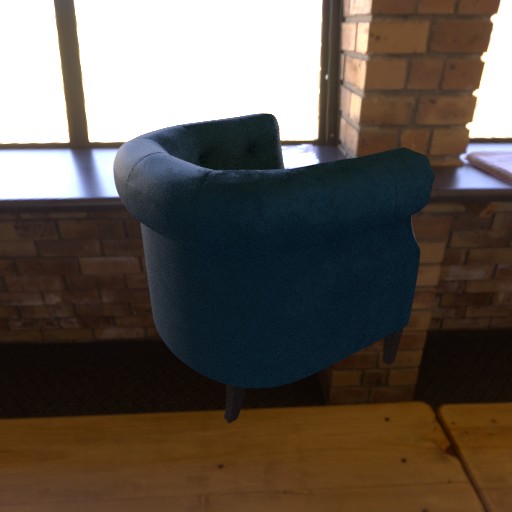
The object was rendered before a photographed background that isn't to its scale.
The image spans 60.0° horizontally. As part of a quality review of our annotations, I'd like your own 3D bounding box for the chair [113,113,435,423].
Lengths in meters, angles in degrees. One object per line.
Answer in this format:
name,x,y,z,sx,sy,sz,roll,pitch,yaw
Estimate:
chair,0.000,0.000,1.559,0.851,0.826,0.904,-18,33,-30
